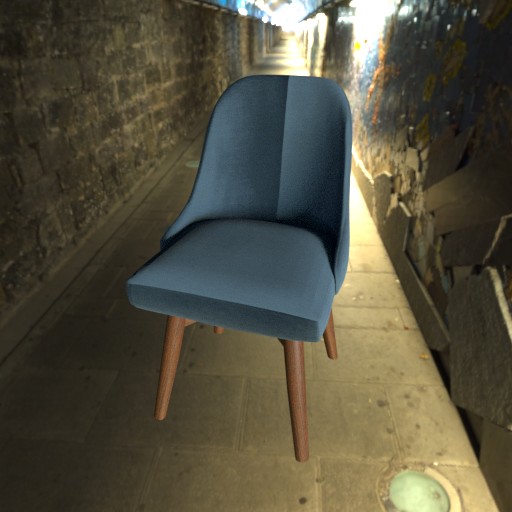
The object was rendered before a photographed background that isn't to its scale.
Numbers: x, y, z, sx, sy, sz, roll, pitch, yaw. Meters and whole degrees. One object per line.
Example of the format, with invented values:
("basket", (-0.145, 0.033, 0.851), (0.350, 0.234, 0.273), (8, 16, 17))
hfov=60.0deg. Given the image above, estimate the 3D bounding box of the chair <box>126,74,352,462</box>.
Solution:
("chair", (0.000, 0.000, 1.228), (0.503, 0.882, 0.589), (9, 29, 17))
